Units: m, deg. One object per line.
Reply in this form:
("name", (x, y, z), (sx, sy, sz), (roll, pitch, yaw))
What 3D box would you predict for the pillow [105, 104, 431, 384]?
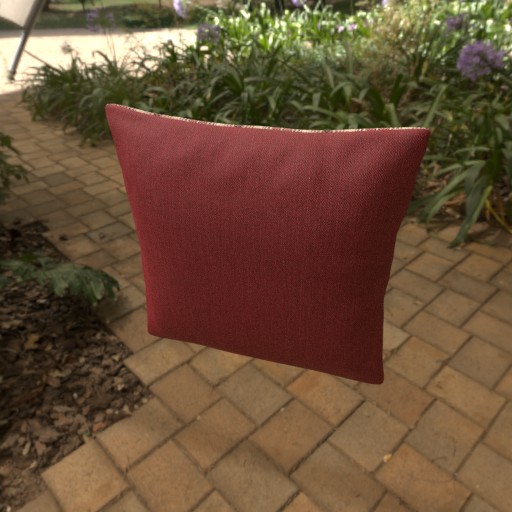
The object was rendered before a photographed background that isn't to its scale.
("pillow", (0.000, 0.000, 0.793), (0.513, 0.497, 0.166), (9, 32, 15))
